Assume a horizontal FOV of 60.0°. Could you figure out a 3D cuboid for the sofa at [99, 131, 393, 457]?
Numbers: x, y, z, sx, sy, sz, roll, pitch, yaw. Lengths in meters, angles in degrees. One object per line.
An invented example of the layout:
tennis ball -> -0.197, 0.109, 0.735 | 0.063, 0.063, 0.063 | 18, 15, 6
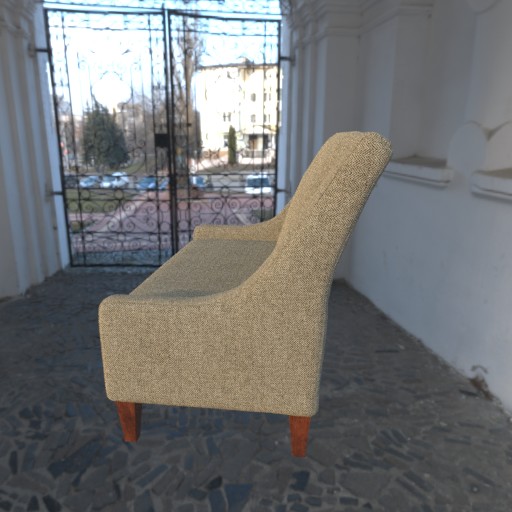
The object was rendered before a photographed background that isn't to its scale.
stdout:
sofa -> 0.000, 0.000, 1.889 | 0.870, 1.021, 1.242 | 2, 16, 7
